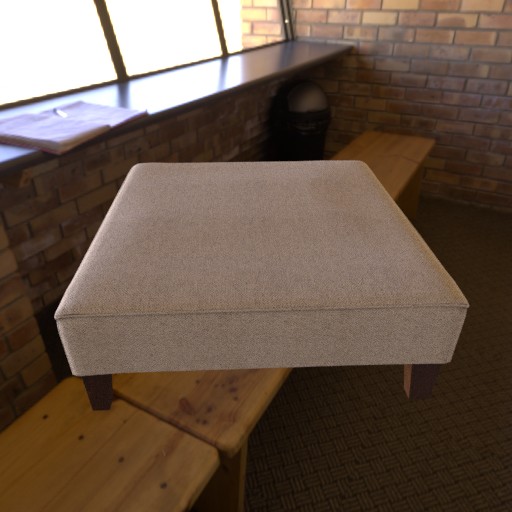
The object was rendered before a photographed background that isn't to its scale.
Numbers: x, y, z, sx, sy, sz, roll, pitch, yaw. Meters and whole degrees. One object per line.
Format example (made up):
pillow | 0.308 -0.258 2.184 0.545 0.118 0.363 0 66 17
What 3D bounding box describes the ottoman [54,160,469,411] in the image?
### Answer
ottoman | 0.000 0.000 1.502 0.973 0.381 0.982 -1 32 -2
